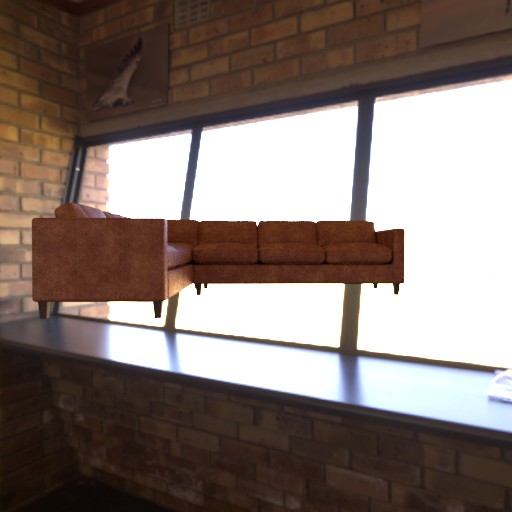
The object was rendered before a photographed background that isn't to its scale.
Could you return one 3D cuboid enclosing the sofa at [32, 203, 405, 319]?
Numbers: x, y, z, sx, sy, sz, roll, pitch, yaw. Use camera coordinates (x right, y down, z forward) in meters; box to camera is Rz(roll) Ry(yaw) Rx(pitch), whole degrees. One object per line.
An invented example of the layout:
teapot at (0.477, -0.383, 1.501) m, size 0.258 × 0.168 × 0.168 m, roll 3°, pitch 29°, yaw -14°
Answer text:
sofa at (0.000, 0.000, 4.301) m, size 3.150 × 0.838 × 2.438 m, roll 0°, pitch 1°, yaw -1°
